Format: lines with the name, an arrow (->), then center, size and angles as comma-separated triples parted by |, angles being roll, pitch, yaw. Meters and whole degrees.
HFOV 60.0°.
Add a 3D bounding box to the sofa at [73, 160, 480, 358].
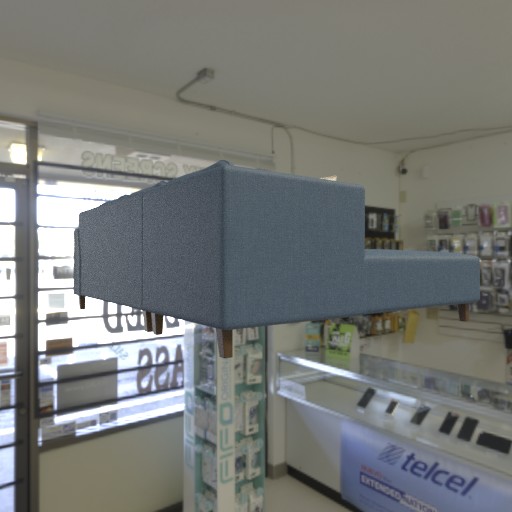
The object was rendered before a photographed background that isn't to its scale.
sofa -> 0.000, 0.000, 2.987 | 1.829, 0.787, 2.120 | 0, -1, -36
